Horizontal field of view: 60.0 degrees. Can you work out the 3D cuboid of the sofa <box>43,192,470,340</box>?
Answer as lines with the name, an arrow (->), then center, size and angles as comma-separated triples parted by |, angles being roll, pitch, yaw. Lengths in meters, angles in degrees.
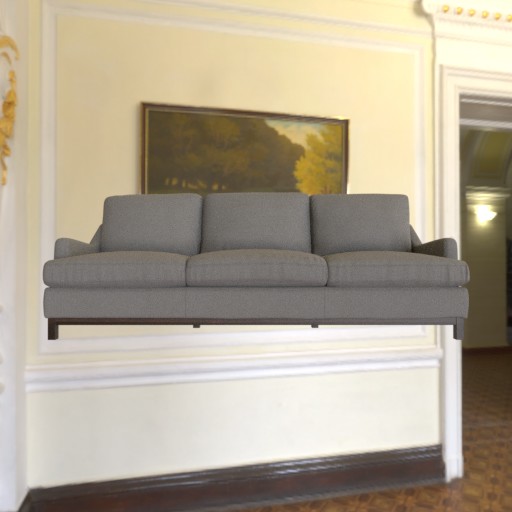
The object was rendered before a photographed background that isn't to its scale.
sofa -> 0.000, 0.000, 2.877 | 2.344, 0.926, 0.987 | 0, 0, 0
